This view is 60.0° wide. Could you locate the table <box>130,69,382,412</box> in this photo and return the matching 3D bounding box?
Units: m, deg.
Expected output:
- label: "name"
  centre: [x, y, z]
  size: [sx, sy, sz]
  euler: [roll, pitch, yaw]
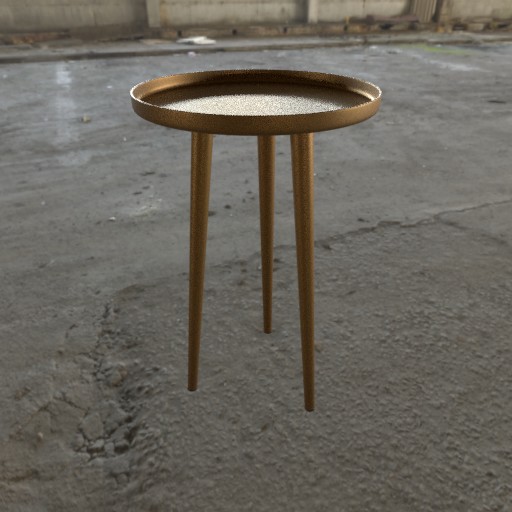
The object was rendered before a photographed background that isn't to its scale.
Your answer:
- label: "table"
  centre: [0.000, 0.000, 0.664]
  size: [0.299, 0.480, 0.299]
  euler: [-11, 32, -18]
